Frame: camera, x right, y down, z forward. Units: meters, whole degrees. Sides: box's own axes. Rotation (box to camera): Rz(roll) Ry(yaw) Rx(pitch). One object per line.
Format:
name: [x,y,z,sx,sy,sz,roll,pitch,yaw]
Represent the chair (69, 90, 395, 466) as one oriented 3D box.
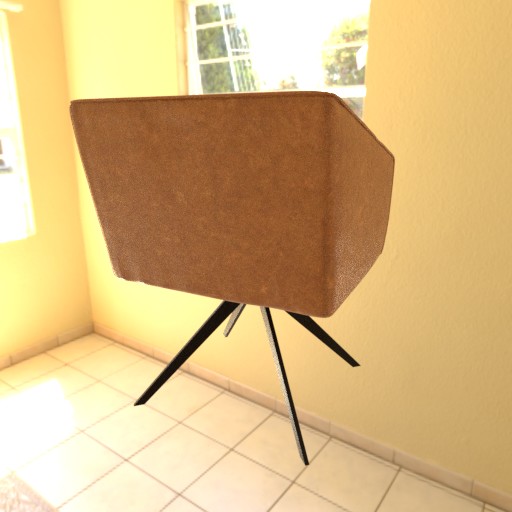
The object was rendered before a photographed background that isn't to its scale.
chair: [0.000,0.000,1.166,0.588,0.760,0.625,8,18,25]
